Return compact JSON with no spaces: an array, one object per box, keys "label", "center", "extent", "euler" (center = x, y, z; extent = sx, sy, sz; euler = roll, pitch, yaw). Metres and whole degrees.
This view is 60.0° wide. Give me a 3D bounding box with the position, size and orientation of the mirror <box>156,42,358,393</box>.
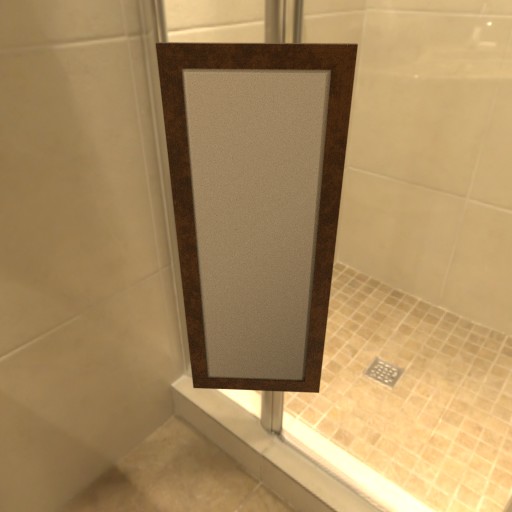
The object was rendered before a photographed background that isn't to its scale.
[{"label":"mirror","center":[0.000,0.000,2.332],"extent":[0.812,2.031,0.032],"euler":[1,32,2]}]
